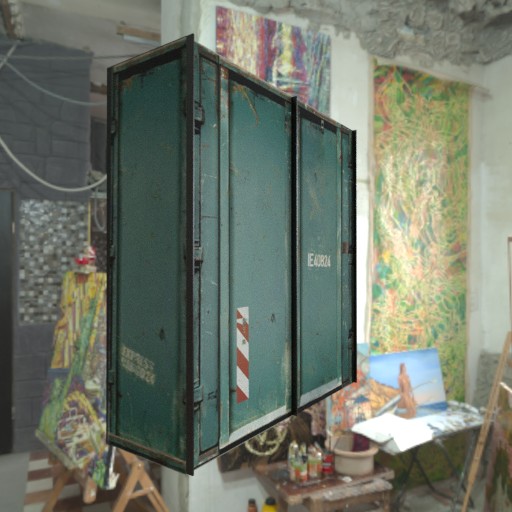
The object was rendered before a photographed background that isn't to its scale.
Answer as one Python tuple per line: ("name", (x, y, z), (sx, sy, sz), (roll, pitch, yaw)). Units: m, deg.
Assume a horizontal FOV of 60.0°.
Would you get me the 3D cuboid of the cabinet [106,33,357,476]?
("cabinet", (0.000, 0.000, 3.162), (0.680, 2.160, 2.000), (0, 0, 36))
